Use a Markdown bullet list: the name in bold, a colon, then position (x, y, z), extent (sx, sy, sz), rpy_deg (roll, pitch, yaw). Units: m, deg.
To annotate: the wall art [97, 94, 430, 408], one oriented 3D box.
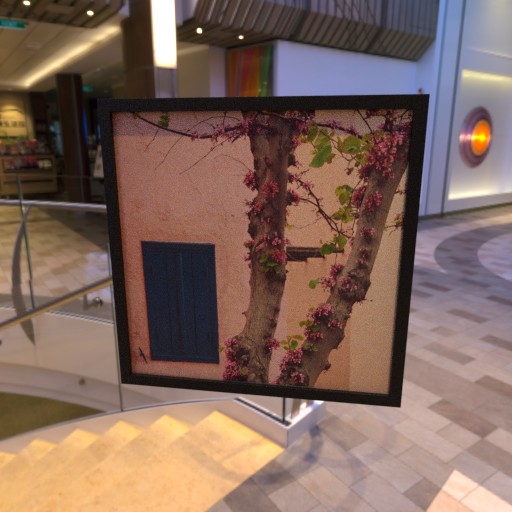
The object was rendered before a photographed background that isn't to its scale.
- **wall art**: position (0.000, 0.000, 0.752), extent (0.508, 0.508, 0.038), rpy_deg (2, 15, 9)
